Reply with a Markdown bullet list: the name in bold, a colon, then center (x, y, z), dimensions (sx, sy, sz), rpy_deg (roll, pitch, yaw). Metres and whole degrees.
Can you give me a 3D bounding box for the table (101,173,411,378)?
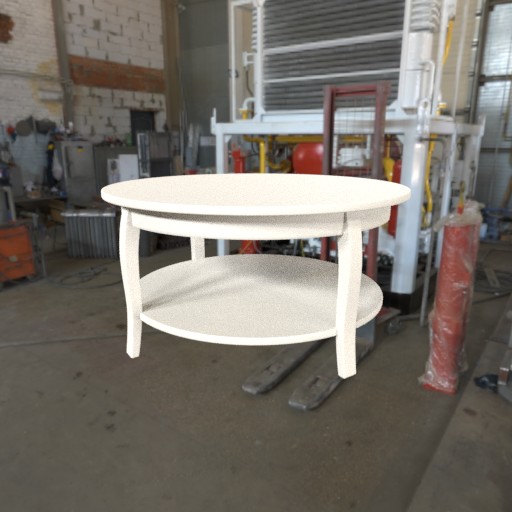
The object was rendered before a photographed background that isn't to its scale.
- **table**: center (0.000, 0.000, 1.432), dimensions (0.910, 0.457, 0.910), rpy_deg (0, 15, 0)
